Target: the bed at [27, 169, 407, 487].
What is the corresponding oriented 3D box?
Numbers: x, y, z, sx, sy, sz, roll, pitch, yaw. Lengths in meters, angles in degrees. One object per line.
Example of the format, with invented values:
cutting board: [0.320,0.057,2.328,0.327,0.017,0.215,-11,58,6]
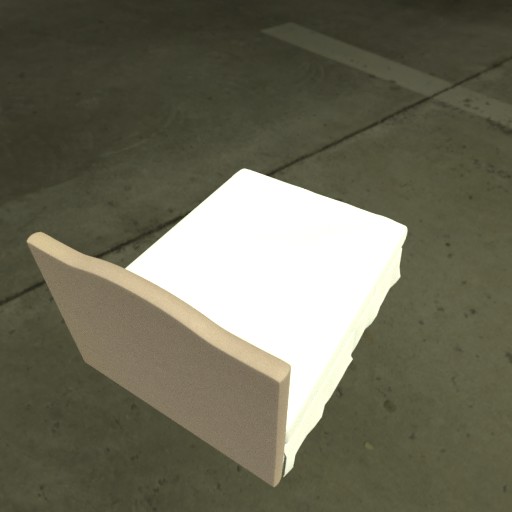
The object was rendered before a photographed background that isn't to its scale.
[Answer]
bed: [0.000,0.000,3.345,1.821,1.436,2.282,24,49,22]
